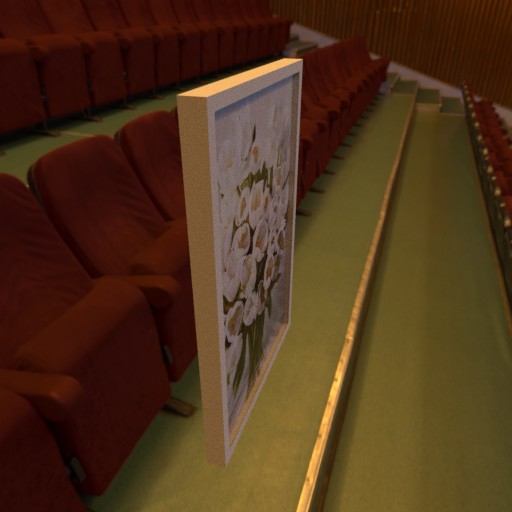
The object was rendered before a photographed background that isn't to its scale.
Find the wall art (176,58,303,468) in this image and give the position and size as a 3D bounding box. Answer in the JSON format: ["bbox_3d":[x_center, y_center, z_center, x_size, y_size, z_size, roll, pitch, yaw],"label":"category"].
[{"bbox_3d":[0.000,0.000,0.556,0.025,0.428,0.293,10,31,17],"label":"wall art"}]
